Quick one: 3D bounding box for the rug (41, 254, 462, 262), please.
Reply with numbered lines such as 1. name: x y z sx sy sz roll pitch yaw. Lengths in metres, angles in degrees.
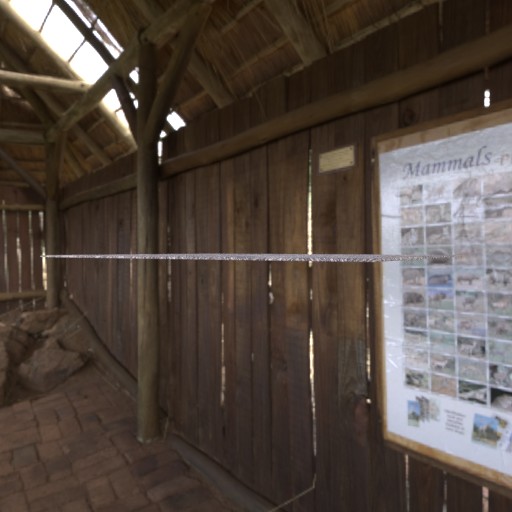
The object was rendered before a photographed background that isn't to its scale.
1. rug: 0.000 0.000 4.210 3.204 0.017 2.448 0 1 34
